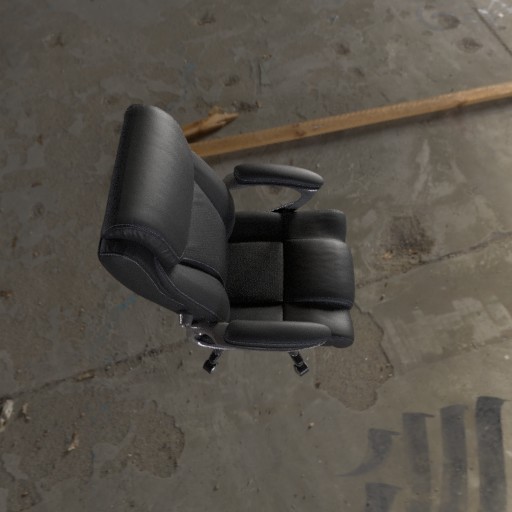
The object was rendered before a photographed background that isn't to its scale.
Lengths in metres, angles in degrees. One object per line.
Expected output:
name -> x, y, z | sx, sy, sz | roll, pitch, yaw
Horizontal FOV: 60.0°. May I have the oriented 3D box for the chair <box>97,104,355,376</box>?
chair -> 0.000, 0.000, 1.653 | 0.784, 1.167, 0.741 | 1, 64, 1
